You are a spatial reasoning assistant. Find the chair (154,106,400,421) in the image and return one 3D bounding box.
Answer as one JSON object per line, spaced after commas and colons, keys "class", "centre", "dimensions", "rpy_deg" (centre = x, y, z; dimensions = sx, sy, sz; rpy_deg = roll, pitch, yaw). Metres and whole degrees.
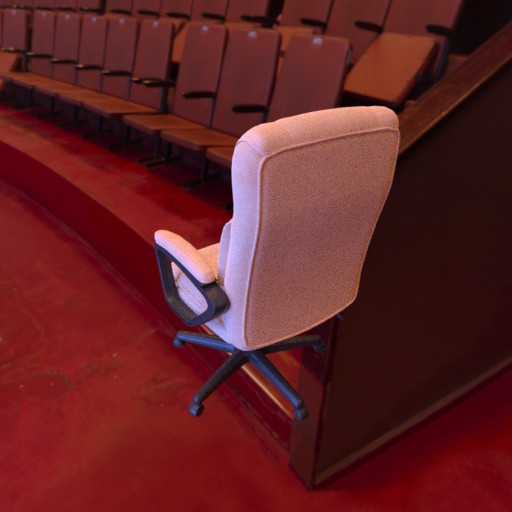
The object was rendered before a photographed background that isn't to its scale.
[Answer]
{"class": "chair", "centre": [0.000, 0.000, 1.576], "dimensions": [0.667, 1.105, 0.724], "rpy_deg": [-19, 34, -30]}
